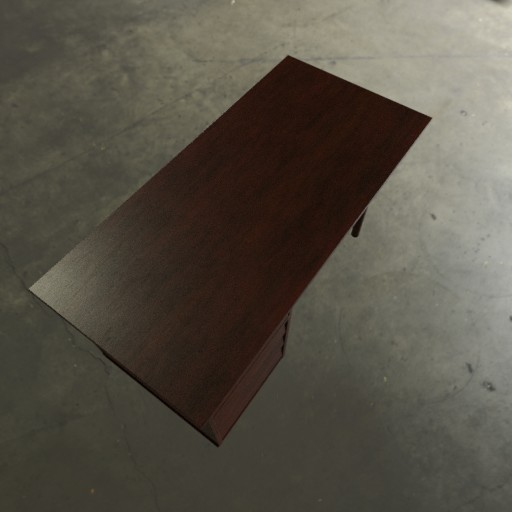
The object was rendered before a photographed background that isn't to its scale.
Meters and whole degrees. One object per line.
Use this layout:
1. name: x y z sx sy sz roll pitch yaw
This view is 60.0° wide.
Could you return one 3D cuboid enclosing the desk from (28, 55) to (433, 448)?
1. desk: 0.000 0.000 1.705 0.612 0.758 1.277 32 64 18
